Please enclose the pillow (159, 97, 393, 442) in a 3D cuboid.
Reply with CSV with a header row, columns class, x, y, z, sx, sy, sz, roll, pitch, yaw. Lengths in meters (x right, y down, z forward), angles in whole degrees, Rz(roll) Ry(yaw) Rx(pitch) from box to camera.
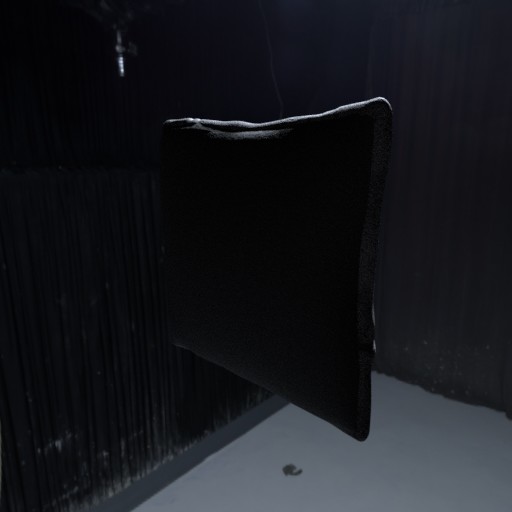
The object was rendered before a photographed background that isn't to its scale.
class,x,y,z,sx,sy,sz,roll,pitch,yaw
pillow,0.000,0.000,0.818,0.522,0.520,0.204,14,20,43
